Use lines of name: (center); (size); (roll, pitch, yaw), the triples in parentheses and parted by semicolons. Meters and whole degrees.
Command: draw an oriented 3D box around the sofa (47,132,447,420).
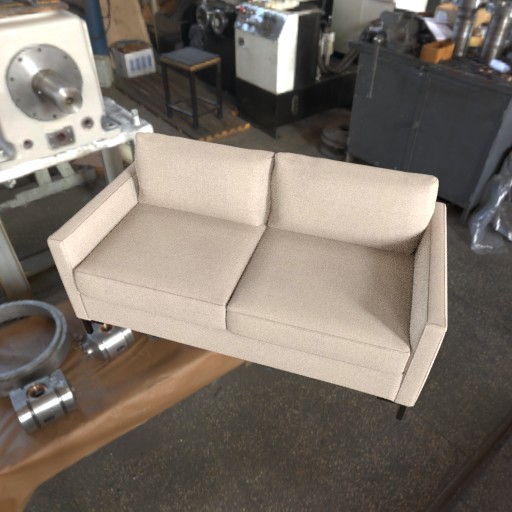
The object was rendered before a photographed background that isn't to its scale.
sofa: (0.000, 0.000, 2.149); (1.682, 0.840, 0.875); (12, 41, 14)
